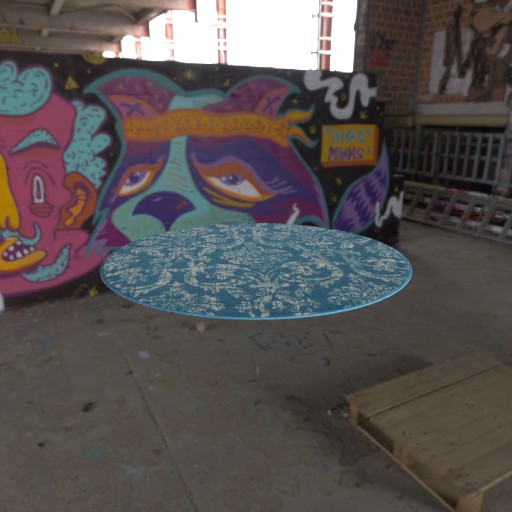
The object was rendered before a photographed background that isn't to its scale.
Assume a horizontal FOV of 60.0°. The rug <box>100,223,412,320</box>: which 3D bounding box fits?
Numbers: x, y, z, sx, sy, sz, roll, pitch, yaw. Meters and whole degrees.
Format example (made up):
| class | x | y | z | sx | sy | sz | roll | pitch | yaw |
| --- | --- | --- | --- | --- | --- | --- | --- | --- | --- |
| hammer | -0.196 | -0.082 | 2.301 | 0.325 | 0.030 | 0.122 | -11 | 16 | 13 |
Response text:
| class | x | y | z | sx | sy | sz | roll | pitch | yaw |
| --- | --- | --- | --- | --- | --- | --- | --- | --- | --- |
| rug | 0.000 | 0.000 | 2.388 | 1.593 | 0.012 | 1.593 | 0 | 17 | 0 |
